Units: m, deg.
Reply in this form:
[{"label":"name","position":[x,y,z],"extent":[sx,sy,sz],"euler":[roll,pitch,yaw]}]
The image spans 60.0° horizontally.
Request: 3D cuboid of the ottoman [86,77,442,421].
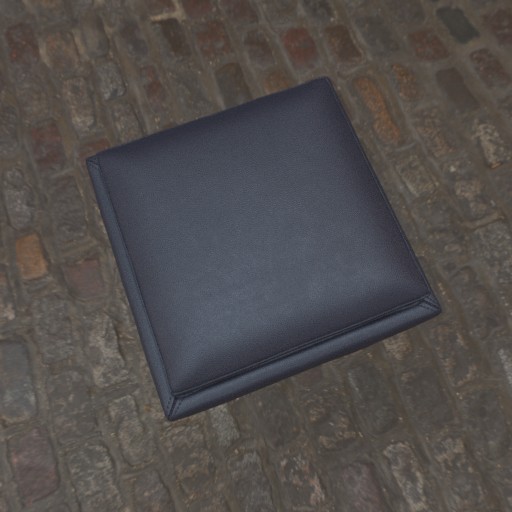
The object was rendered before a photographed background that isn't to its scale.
[{"label":"ottoman","position":[0.000,0.000,0.839],"extent":[0.451,0.460,0.450],"euler":[-20,77,-5]}]
